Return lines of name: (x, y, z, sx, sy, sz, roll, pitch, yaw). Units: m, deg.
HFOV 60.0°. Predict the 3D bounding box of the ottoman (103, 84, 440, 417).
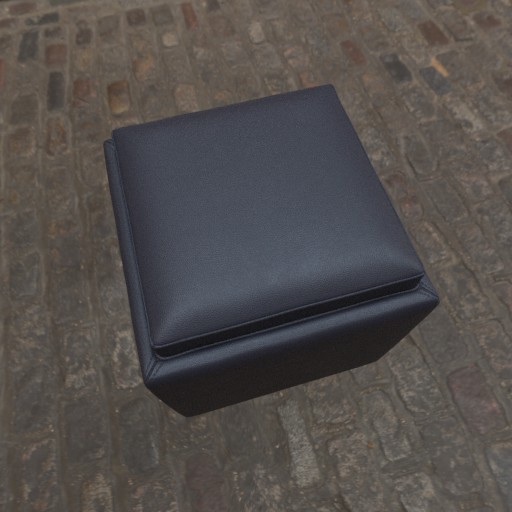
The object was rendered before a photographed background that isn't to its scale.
ottoman: (0.000, 0.000, 0.843, 0.451, 0.460, 0.450, -14, 64, -7)
